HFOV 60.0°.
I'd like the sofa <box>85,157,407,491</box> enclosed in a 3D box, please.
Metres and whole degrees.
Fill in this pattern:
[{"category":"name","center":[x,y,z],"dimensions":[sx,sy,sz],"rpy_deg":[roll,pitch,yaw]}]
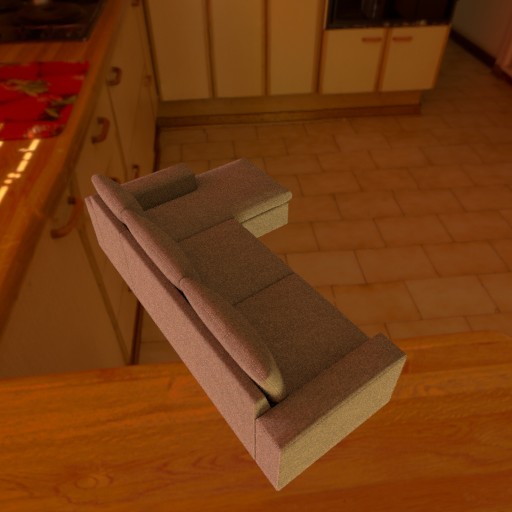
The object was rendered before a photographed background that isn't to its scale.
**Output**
[{"category":"sofa","center":[0.000,0.000,3.488],"dimensions":[1.689,0.940,2.718],"rpy_deg":[-27,49,-26]}]
